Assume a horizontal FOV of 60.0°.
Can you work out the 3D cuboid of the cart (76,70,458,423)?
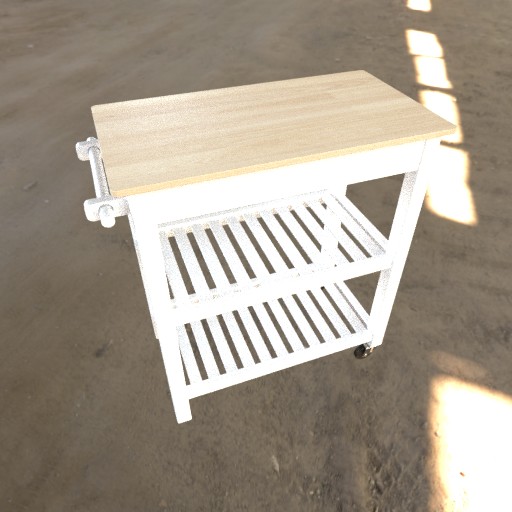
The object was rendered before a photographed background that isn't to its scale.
[{"bbox_3d":[0.000,0.000,1.431,0.899,0.927,0.457,-14,42,-15],"label":"cart"}]
